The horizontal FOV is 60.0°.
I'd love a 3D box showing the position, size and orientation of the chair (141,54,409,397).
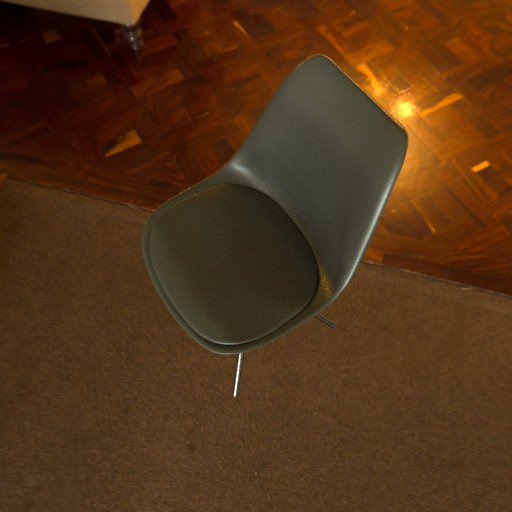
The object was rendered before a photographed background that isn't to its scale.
[{"bbox_3d":[0.000,0.000,1.154,0.525,0.850,0.461,-31,68,-14],"label":"chair"}]
